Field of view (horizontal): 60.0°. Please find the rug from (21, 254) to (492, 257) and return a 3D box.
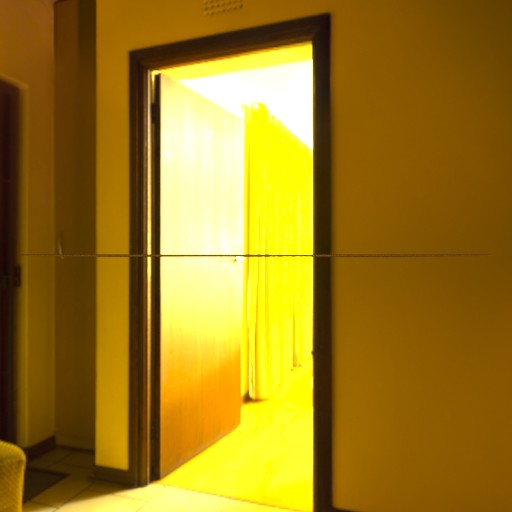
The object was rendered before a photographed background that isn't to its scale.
[{"bbox_3d":[0.000,0.000,3.036,2.438,0.008,1.523,0,0,-1],"label":"rug"}]
